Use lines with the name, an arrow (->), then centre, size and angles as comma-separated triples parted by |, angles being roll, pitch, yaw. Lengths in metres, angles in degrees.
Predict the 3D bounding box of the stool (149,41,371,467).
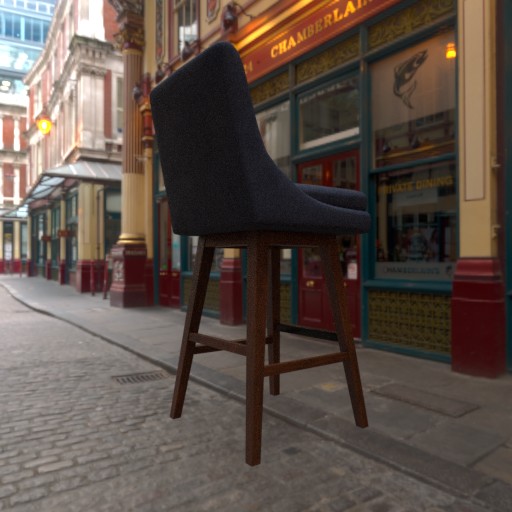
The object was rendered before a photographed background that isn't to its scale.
stool -> 0.000, 0.000, 1.409 | 0.572, 1.068, 0.489 | 1, -1, -37
